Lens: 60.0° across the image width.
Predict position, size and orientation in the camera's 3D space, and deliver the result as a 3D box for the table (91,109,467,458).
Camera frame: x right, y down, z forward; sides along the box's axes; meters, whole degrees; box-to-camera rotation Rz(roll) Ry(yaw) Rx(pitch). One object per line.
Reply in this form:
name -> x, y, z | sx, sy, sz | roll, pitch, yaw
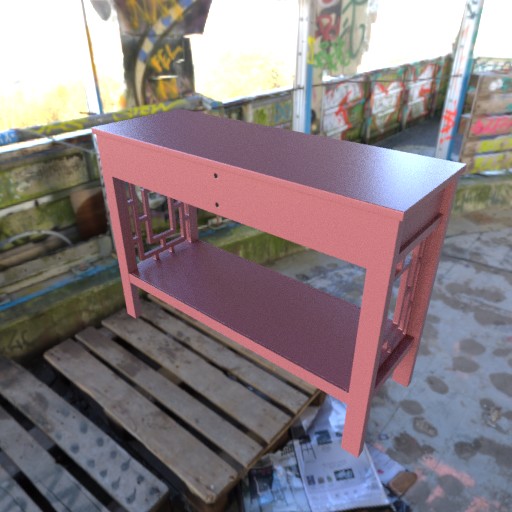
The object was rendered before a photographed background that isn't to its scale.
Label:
table -> 0.000, 0.000, 1.470 | 1.068, 0.753, 0.397 | 22, 36, 34
